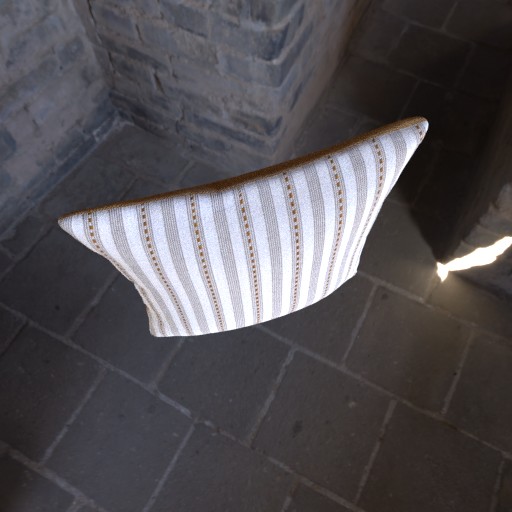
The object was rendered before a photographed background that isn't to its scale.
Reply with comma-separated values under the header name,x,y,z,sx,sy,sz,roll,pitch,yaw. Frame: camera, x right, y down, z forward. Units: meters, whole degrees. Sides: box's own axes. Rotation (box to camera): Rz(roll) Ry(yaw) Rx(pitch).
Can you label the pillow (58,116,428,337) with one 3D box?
name,x,y,z,sx,sy,sz,roll,pitch,yaw
pillow,0.000,0.000,0.680,0.432,0.437,0.147,-17,65,-8
